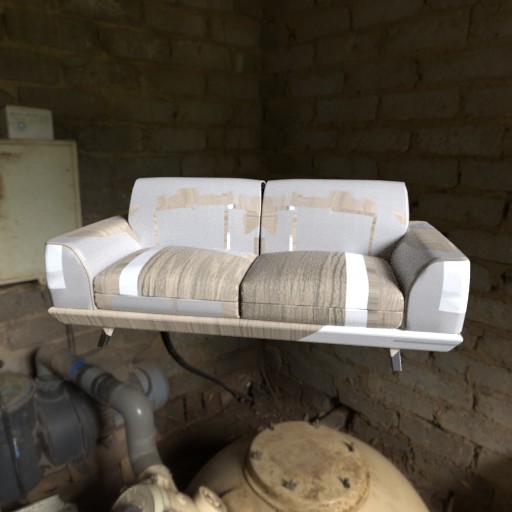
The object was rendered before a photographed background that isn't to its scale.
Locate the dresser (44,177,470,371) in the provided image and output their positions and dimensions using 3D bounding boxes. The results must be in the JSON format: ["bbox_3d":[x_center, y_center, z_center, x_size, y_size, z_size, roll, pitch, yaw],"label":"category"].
[{"bbox_3d":[0.000,0.000,5.776,4.679,1.863,2.251,2,15,9],"label":"dresser"}]
